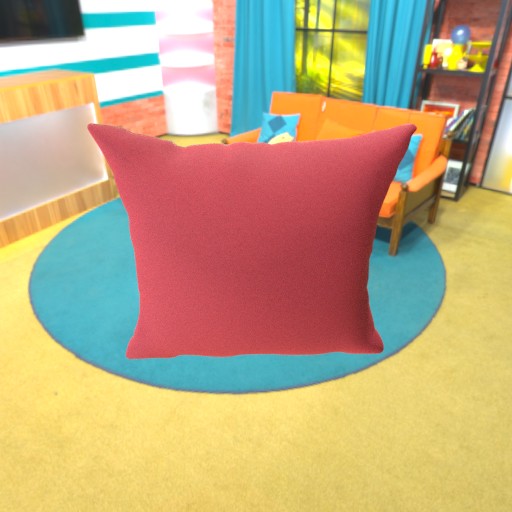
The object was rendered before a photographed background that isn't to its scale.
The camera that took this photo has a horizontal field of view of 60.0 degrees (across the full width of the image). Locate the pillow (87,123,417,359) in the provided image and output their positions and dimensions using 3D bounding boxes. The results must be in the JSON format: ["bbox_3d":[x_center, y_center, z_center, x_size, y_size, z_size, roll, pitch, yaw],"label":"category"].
[{"bbox_3d":[0.000,0.000,0.840,0.559,0.501,0.229,-1,30,-2],"label":"pillow"}]
